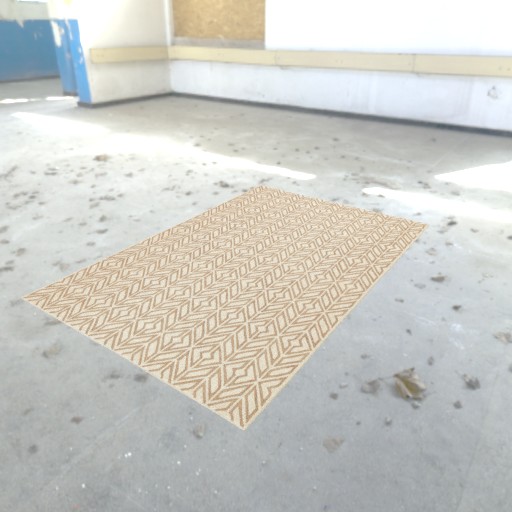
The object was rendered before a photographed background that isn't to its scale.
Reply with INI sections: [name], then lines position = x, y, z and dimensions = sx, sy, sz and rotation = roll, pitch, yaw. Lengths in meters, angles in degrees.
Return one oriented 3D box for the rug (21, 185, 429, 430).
[rug]
position = 0.000, 0.000, 2.279
dimensions = 1.220, 0.007, 1.828
rotation = 19, 33, 31
